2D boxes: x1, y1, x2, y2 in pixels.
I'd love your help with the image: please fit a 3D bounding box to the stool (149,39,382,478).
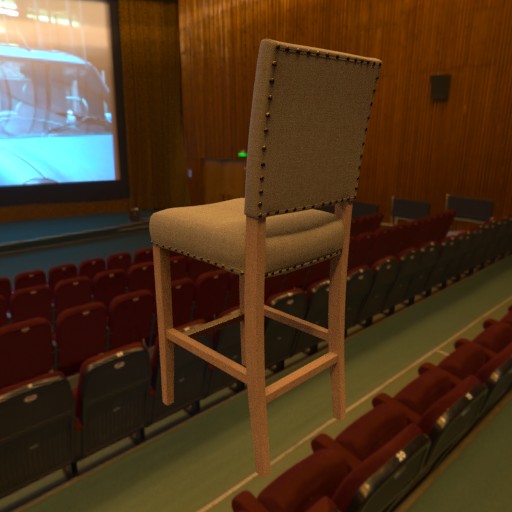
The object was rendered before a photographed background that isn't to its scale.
[{"bbox_3d":[0.000,0.000,1.438,0.445,1.173,0.585,-15,22,-41],"label":"stool"}]
